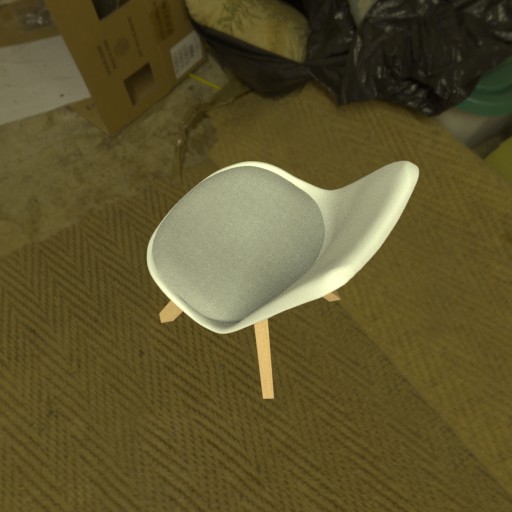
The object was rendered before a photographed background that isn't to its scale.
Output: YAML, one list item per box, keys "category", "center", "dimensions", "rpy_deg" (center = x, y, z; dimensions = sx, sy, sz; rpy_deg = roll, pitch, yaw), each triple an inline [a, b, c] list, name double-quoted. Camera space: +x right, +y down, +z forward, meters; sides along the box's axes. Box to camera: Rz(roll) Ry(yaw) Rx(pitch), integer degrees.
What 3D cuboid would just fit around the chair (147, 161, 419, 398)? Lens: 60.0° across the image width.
- category: "chair"
  center: [0.000, 0.000, 1.170]
  dimensions: [0.550, 0.850, 0.485]
  rpy_deg: [33, 68, 15]
